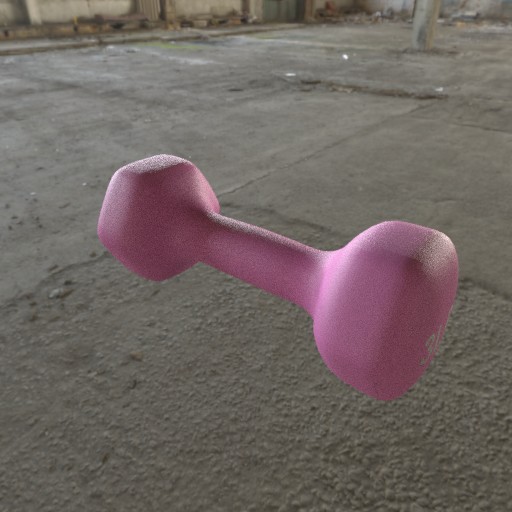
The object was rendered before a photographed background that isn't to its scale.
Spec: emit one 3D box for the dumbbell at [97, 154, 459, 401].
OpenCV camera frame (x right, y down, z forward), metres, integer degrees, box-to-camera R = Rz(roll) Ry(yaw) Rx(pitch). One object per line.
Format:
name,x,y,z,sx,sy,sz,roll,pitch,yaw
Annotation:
dumbbell,0.000,0.000,0.191,0.159,0.058,0.064,22,37,33
